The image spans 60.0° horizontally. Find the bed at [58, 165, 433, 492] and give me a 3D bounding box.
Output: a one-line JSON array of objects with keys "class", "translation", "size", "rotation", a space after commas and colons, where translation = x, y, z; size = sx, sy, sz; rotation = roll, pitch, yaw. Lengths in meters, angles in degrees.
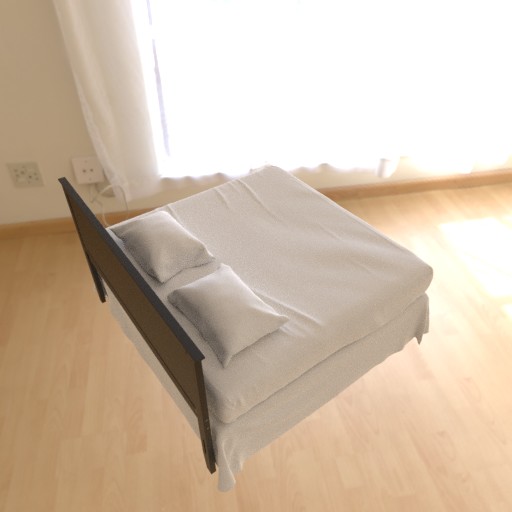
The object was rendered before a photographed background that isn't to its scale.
[{"class": "bed", "translation": [0.000, 0.000, 3.578], "size": [2.219, 1.271, 2.315], "rotation": [-26, 47, -26]}]
